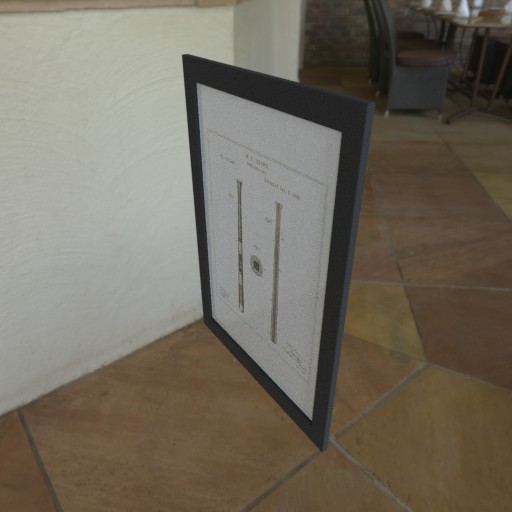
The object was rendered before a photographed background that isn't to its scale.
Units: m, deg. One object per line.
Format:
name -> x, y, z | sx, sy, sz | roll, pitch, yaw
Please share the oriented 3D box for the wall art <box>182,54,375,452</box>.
wall art -> 0.000, 0.000, 0.682 | 0.012, 0.529, 0.374 | -21, 38, -29
